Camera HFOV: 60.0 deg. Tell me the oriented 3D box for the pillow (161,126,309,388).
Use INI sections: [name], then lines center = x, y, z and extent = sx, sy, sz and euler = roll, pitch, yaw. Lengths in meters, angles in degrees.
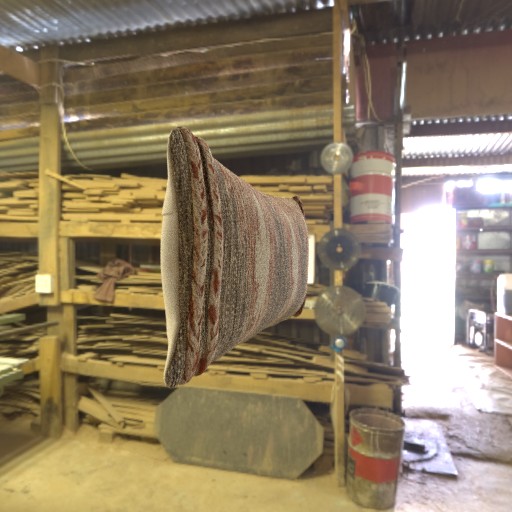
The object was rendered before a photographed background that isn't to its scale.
[pillow]
center = 0.000, 0.000, 0.761
extent = 0.139, 0.282, 0.635
euler = 0, 0, 18
